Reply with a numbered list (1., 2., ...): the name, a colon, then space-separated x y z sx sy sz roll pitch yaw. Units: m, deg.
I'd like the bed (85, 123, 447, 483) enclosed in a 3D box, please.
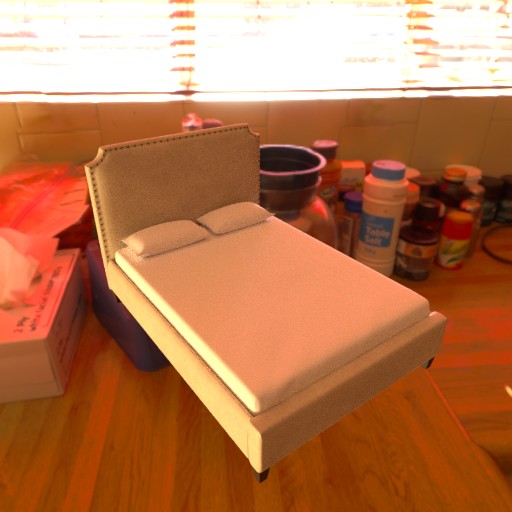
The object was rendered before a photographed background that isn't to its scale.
1. bed: 0.000 0.000 3.438 1.712 1.443 2.372 -20 35 -31
